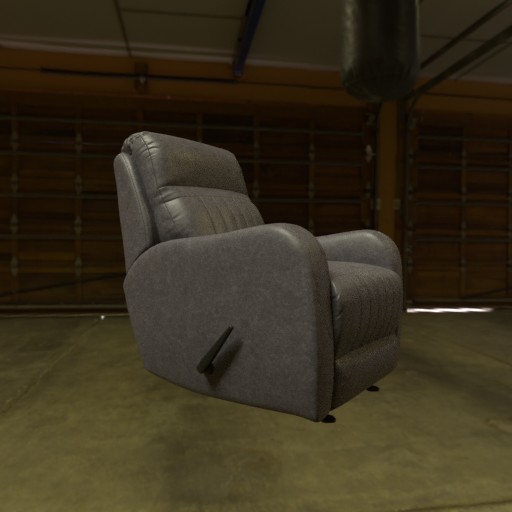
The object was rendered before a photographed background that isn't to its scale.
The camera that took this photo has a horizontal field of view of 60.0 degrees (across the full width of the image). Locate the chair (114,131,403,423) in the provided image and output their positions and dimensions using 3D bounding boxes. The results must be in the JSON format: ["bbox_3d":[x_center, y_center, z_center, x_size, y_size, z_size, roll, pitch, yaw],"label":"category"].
[{"bbox_3d":[0.000,0.000,1.849,1.067,1.067,0.865,1,1,36],"label":"chair"}]
